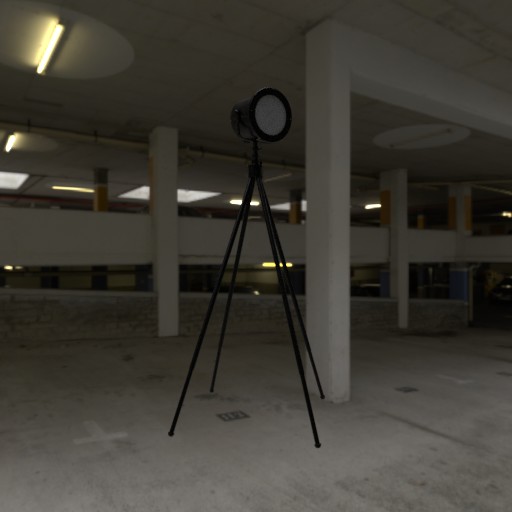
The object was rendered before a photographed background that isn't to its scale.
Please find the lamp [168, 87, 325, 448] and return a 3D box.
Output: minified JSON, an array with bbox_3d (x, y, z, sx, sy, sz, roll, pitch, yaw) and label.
[{"bbox_3d":[0.000,0.000,2.086,0.879,1.504,0.884,0,0,-34],"label":"lamp"}]
